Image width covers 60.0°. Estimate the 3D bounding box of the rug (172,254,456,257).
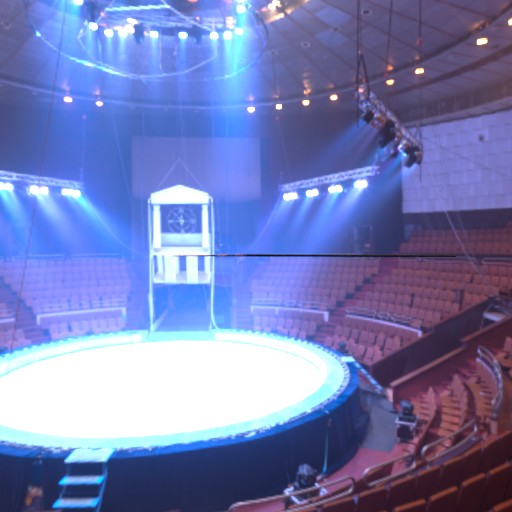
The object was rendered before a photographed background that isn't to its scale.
[{"bbox_3d":[0.000,0.000,2.613,0.760,0.009,2.440,0,0,-16],"label":"rug"}]
